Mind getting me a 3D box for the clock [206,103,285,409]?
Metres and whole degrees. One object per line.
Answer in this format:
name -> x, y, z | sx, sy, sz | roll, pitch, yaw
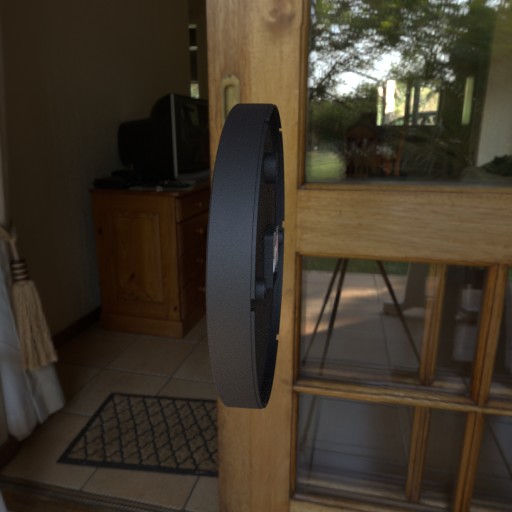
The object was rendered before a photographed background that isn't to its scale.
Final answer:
clock -> 0.000, 0.000, 0.450 | 0.040, 0.293, 0.293 | 2, 15, 7
